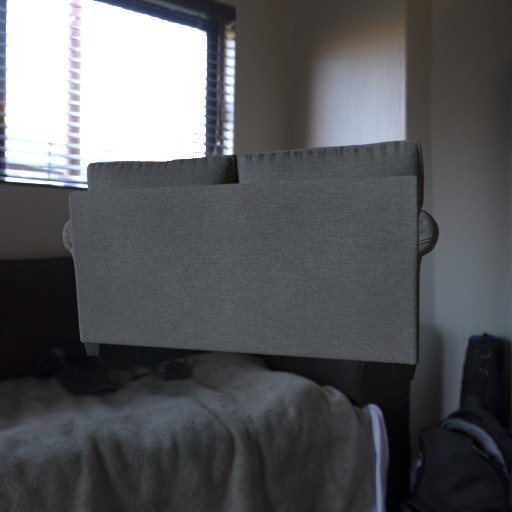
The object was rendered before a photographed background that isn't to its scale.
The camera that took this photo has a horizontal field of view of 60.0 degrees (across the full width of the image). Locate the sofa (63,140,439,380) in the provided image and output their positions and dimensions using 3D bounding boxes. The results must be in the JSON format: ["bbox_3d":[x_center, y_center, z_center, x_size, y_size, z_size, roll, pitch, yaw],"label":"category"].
[{"bbox_3d":[0.000,0.000,2.287,1.701,0.966,0.966,0,0,17],"label":"sofa"}]
